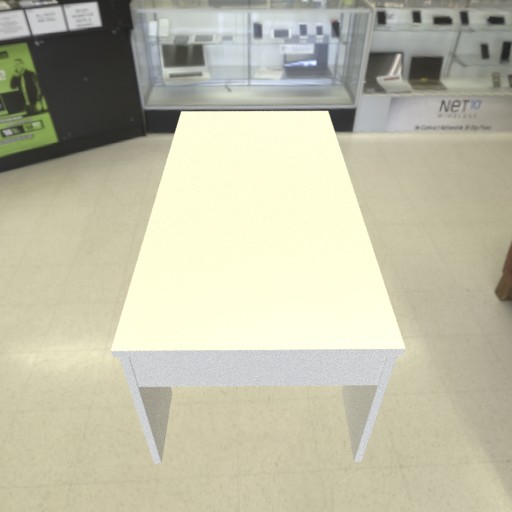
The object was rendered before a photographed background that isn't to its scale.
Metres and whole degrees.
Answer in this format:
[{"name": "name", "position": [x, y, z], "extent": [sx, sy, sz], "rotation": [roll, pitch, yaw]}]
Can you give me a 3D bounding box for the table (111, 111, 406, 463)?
[{"name": "table", "position": [0.000, 0.000, 1.271], "extent": [0.500, 0.440, 1.000], "rotation": [0, 41, 0]}]
